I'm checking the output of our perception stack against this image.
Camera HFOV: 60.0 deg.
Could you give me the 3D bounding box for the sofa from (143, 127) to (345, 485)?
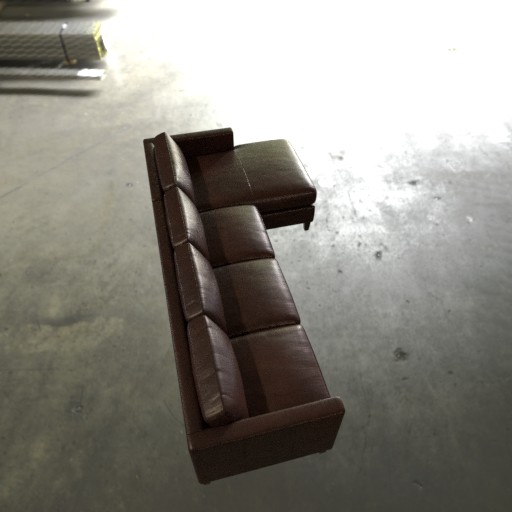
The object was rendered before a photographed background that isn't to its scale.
[{"bbox_3d":[0.000,0.000,3.837,1.581,0.883,3.203,-11,48,-10],"label":"sofa"}]
